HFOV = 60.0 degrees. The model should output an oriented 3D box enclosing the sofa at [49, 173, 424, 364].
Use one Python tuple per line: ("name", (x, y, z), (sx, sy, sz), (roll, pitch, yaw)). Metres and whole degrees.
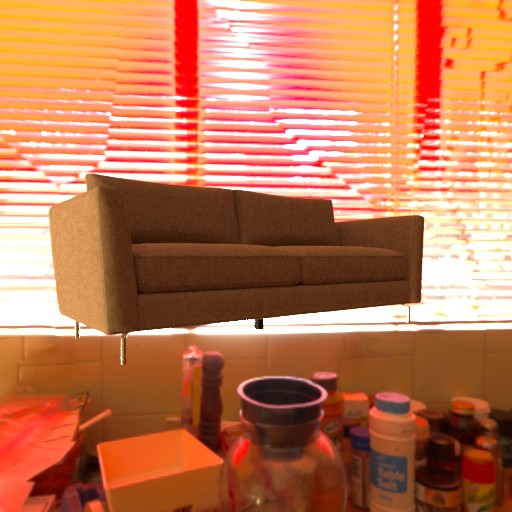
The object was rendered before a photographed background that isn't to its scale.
("sofa", (0.000, 0.000, 2.626), (2.121, 0.864, 0.889), (0, 0, -36))
